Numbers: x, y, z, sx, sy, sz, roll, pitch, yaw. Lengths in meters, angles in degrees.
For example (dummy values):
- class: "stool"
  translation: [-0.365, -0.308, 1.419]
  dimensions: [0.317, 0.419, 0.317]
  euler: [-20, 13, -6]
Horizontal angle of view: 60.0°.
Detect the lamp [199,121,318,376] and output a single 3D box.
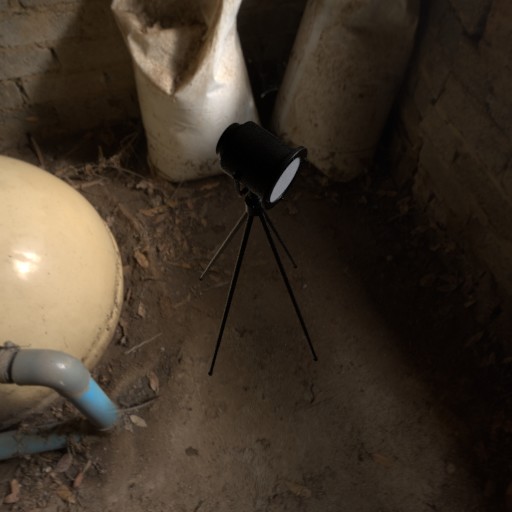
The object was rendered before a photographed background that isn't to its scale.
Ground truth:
- class: "lamp"
  translation: [0.000, 0.000, 2.024]
  dimensions: [0.884, 1.504, 0.879]
  euler: [33, 65, 17]
